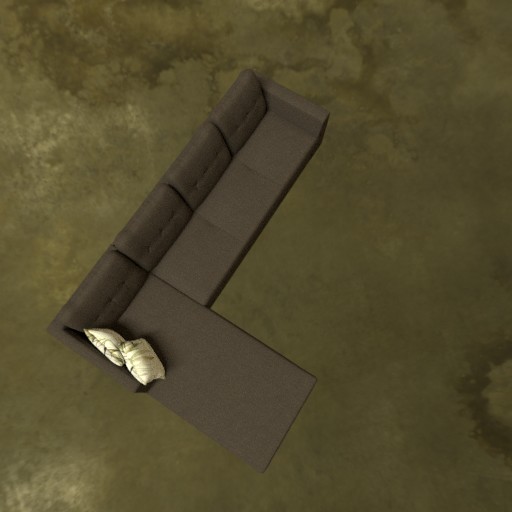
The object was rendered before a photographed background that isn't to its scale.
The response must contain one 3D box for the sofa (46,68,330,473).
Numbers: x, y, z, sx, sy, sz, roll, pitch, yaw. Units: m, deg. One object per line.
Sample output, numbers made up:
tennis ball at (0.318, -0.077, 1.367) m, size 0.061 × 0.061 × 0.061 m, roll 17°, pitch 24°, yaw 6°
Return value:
sofa at (0.000, 0.000, 3.575) m, size 1.829 × 0.932 × 2.679 m, roll 32°, pitch 77°, yaw 8°
